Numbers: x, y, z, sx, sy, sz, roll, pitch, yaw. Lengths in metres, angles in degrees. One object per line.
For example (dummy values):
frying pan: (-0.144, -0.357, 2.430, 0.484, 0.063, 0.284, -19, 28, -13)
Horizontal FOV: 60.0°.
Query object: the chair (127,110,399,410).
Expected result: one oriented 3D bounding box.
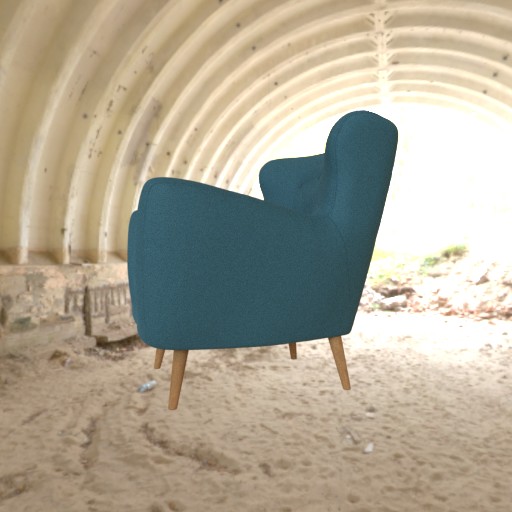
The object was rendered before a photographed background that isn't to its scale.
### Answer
chair: (0.000, 0.000, 1.624, 0.889, 0.889, 0.890, 0, 0, -18)
